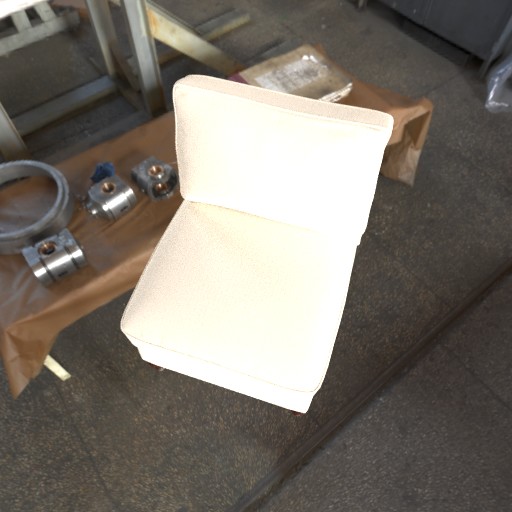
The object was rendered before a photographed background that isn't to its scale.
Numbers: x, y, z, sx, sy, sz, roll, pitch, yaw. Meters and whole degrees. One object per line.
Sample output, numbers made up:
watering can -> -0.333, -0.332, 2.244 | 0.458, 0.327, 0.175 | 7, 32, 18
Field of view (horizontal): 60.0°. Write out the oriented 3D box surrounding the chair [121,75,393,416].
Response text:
chair -> 0.000, 0.000, 1.440 | 0.630, 0.887, 0.781 | 16, 59, 10
